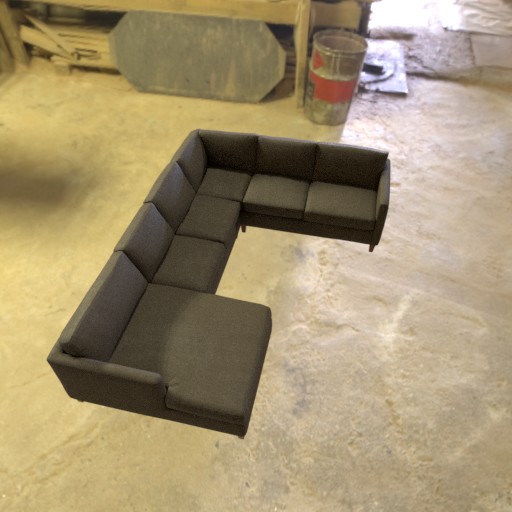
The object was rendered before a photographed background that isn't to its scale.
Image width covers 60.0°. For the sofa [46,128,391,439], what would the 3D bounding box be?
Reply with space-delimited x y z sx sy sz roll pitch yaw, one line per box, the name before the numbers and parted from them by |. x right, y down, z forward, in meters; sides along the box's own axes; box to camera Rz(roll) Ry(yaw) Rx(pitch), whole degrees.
sofa | 0.000 0.000 4.552 2.594 0.961 3.460 9 46 9
